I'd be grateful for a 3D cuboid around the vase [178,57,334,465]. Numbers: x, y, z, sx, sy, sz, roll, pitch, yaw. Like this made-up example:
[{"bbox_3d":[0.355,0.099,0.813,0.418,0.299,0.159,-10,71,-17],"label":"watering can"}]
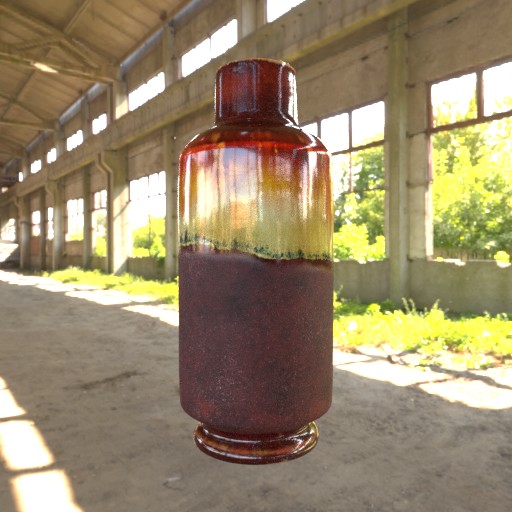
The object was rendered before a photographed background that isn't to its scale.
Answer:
[{"bbox_3d":[0.000,0.000,0.320,0.111,0.261,0.111,0,1,0],"label":"vase"}]
